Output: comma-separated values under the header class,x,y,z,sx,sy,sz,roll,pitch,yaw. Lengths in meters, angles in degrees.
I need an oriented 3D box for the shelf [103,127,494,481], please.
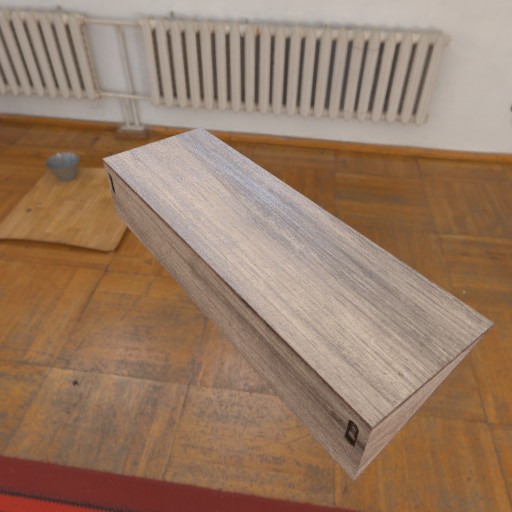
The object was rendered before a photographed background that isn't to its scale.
class,x,y,z,sx,sy,sz,roll,pitch,yaw
shelf,0.000,0.000,0.668,0.200,0.125,0.610,-27,48,-27
